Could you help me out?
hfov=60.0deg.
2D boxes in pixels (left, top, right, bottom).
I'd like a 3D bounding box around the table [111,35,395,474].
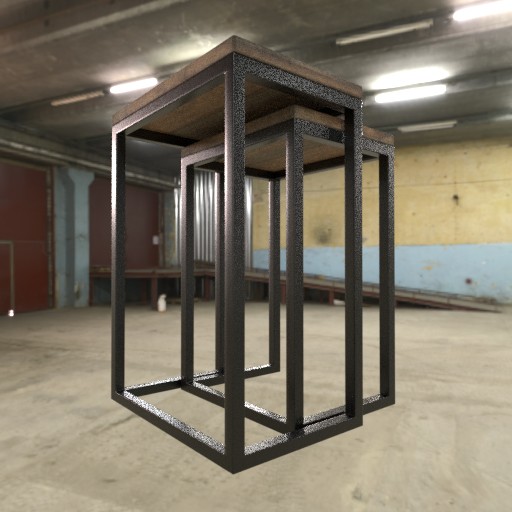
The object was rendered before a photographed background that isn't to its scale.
[{"bbox_3d":[0.000,0.000,0.927,0.460,0.615,0.456,1,-1,-37],"label":"table"}]
